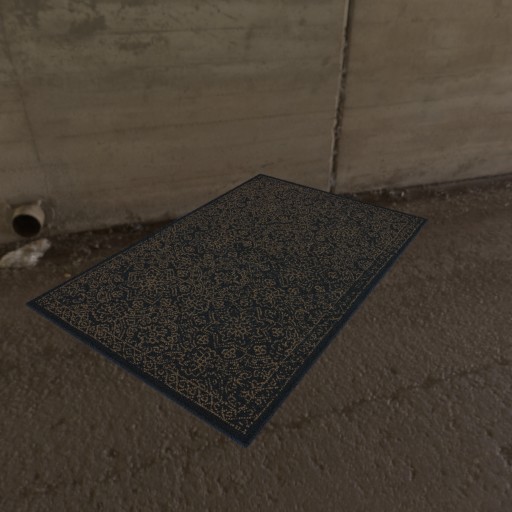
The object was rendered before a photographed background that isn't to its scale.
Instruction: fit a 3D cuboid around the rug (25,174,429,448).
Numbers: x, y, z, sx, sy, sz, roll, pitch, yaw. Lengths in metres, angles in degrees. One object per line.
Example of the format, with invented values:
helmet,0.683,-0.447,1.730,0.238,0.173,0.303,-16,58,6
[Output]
rug,0.000,0.000,2.293,1.219,0.010,1.829,21,38,29
